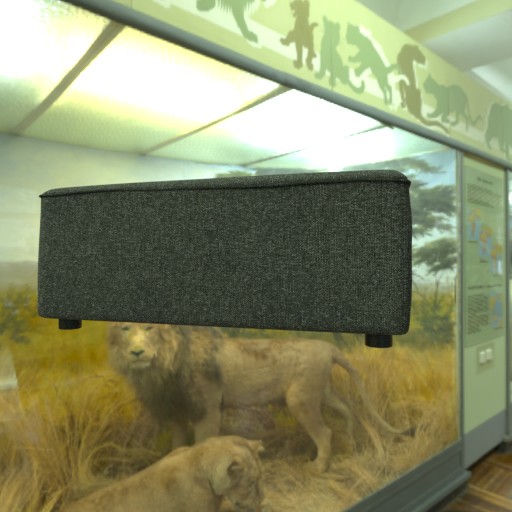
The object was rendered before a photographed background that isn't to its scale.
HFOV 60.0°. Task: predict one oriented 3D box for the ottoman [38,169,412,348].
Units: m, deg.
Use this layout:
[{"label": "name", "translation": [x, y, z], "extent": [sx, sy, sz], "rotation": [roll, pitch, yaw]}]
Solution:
[{"label": "ottoman", "translation": [0.000, 0.000, 1.574], "extent": [1.021, 0.423, 1.017], "rotation": [0, 0, 18]}]
